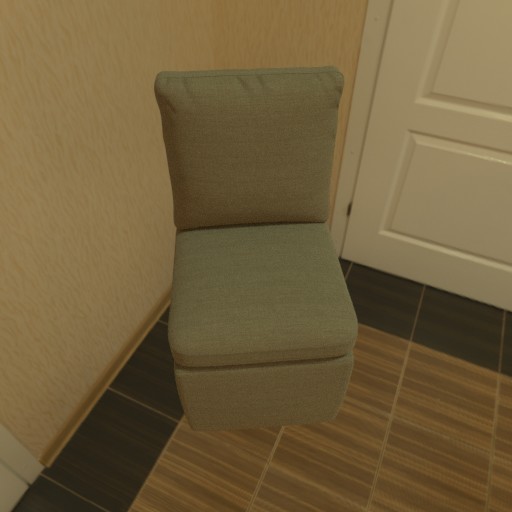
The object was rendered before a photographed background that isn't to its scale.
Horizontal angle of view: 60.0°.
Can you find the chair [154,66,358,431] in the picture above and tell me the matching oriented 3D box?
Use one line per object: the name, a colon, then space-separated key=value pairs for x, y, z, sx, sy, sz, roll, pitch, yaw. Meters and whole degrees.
chair: x=0.000 y=0.000 z=1.323 sx=0.503 sy=0.927 sz=0.698 roll=-3 pitch=47 yaw=-3
